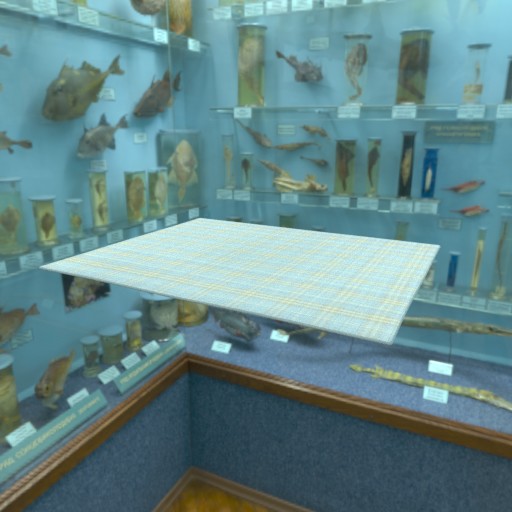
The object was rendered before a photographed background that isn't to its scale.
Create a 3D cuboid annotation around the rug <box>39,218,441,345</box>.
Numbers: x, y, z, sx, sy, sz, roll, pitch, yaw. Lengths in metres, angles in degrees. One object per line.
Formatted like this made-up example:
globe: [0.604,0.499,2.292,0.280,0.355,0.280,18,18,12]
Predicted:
rug: [0.000,0.000,4.271,3.066,0.030,2.462,9,18,27]
